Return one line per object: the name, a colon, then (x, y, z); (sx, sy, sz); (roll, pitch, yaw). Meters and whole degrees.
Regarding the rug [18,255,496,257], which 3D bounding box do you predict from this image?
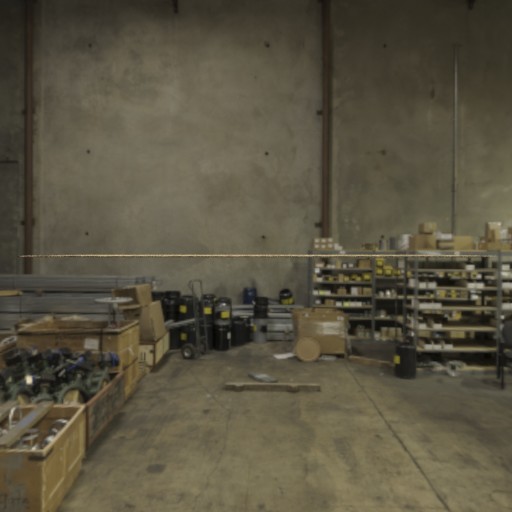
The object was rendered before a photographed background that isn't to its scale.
rug: (0.000, 0.000, 2.829); (2.664, 0.011, 0.762); (0, 0, 1)
